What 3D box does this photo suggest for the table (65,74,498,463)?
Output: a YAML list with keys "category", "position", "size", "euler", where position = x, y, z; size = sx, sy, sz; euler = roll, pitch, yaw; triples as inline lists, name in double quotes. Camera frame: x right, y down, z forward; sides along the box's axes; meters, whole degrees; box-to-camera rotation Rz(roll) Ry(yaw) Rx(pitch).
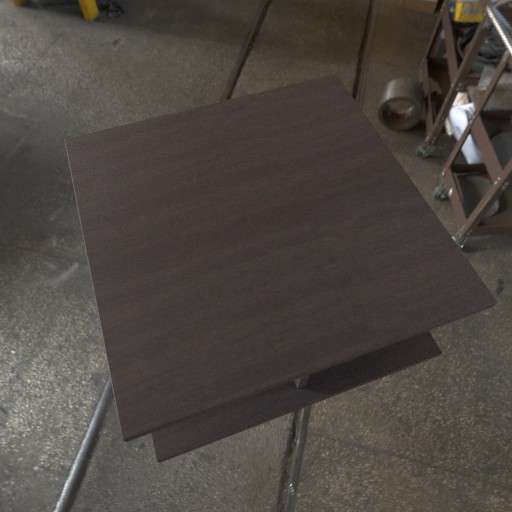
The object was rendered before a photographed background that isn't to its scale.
- category: "table"
  position: [0.000, 0.000, 1.179]
  size: [0.762, 0.396, 0.762]
  euler: [-17, 60, -10]
